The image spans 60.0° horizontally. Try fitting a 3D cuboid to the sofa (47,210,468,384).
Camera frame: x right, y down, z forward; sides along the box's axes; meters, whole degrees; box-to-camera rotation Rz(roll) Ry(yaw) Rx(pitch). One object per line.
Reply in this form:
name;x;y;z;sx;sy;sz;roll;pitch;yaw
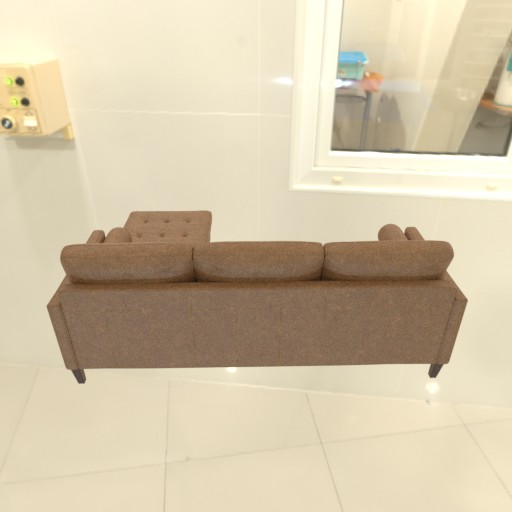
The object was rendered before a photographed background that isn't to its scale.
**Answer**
sofa;0.000;0.000;2.989;2.178;0.876;1.506;-1;31;-1
